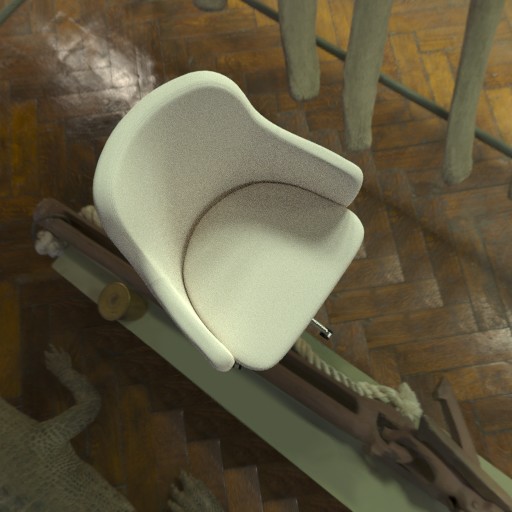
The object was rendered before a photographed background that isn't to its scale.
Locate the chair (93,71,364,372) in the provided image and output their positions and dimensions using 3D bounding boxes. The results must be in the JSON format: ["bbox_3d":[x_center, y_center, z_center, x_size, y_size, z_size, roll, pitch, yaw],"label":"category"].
[{"bbox_3d":[0.000,0.000,1.231,0.647,0.819,0.602,35,78,9],"label":"chair"}]
